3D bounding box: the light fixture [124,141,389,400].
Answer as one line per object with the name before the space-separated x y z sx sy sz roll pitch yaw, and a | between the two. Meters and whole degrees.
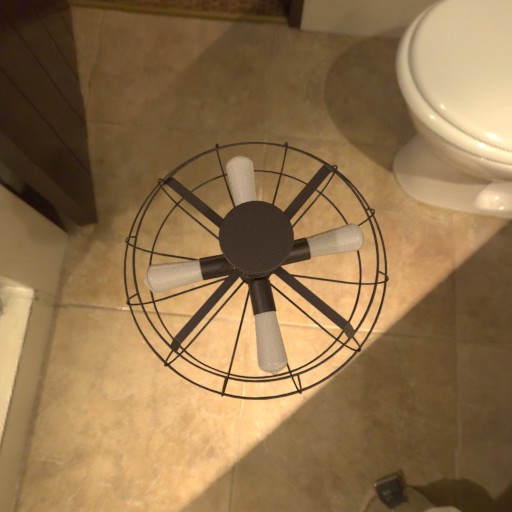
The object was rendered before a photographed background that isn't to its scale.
light fixture | 0.000 0.000 0.924 0.582 0.311 0.582 0 76 0
